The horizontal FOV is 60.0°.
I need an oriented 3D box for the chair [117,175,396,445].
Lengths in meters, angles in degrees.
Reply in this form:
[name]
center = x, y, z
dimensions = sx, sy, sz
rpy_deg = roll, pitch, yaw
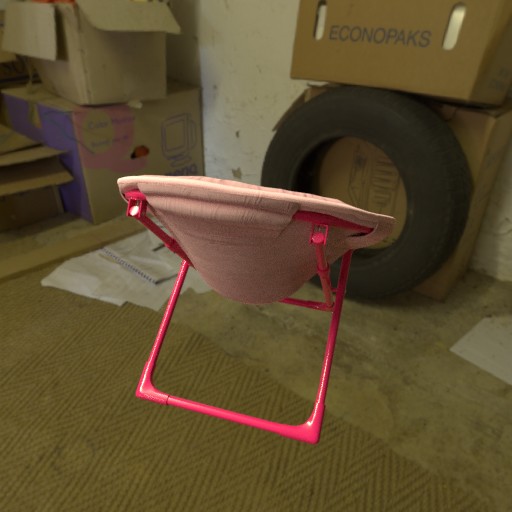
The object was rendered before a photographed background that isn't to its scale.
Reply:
[chair]
center = 0.000, 0.000, 0.917
dimensions = 0.522, 0.494, 0.459
rpy_deg = 9, 33, 15
